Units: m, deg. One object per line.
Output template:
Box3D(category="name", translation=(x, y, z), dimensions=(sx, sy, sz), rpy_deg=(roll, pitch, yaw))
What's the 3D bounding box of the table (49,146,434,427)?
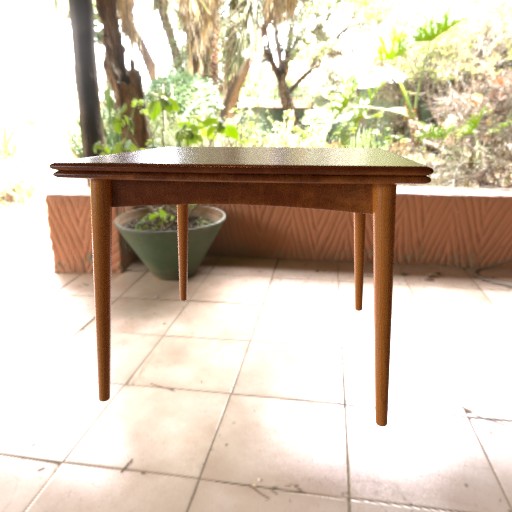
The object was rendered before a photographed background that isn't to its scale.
Box3D(category="table", translation=(0.000, 0.000, 1.668), dimensions=(0.991, 0.754, 0.991), rpy_deg=(2, 17, 8))
